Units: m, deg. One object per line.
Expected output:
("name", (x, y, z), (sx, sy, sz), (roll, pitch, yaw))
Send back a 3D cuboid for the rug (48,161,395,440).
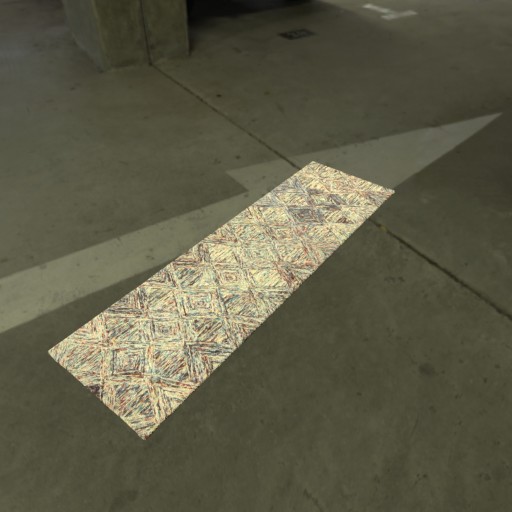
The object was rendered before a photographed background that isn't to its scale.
("rug", (0.000, 0.000, 2.593), (0.688, 0.015, 2.292), (27, 48, 28))
